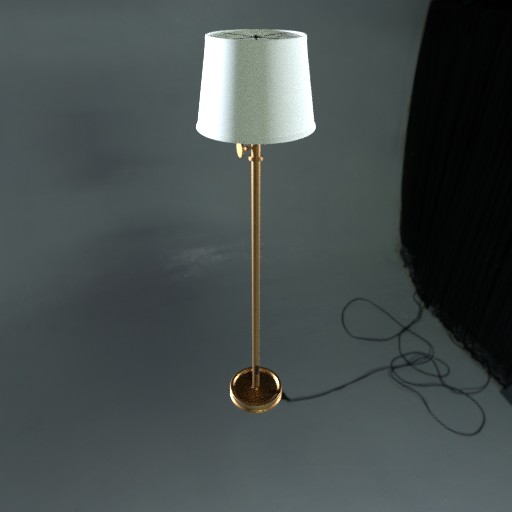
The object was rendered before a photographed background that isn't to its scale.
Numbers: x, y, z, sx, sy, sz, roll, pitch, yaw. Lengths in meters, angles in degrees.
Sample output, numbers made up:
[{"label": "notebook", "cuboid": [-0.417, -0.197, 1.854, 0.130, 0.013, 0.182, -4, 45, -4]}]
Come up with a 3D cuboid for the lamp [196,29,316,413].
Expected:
[{"label": "lamp", "cuboid": [0.000, 0.000, 0.790, 0.178, 0.710, 0.178, 0, 32, 0]}]
